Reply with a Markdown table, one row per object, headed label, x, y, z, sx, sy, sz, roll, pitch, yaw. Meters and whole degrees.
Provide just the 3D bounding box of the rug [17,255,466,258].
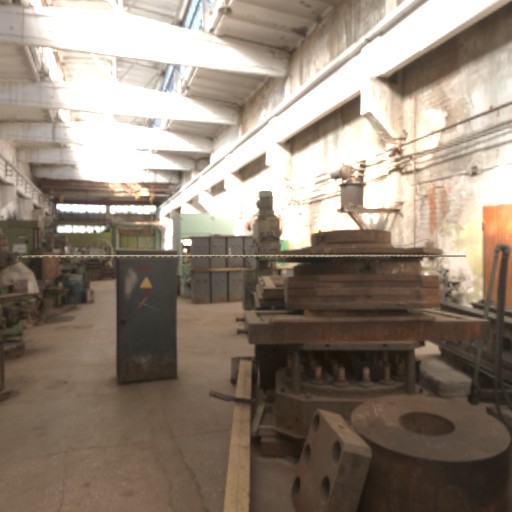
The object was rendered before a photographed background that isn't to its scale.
| label | x | y | z | sx | sy | sz | roll | pitch | yaw |
| --- | --- | --- | --- | --- | --- | --- | --- | --- | --- |
| rug | 0.000 | 0.000 | 2.493 | 2.286 | 0.008 | 0.686 | 0 | 0 | -16 |
